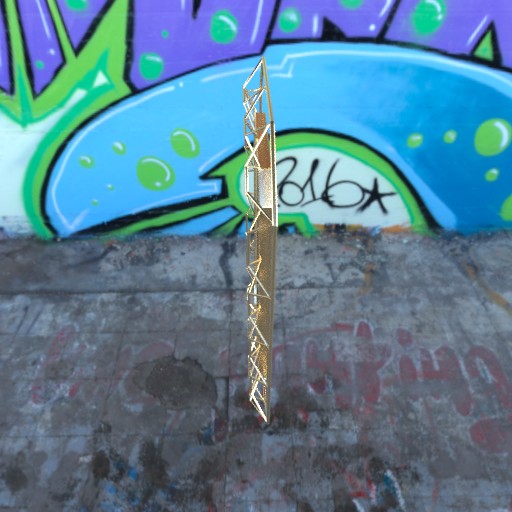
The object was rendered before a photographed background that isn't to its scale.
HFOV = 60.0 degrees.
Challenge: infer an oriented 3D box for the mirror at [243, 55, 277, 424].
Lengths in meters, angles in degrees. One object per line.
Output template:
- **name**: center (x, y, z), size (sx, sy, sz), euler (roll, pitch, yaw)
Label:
- **mirror**: center (0.000, 0.000, 1.124), size (0.051, 0.870, 0.572), euler (-1, 42, -1)
